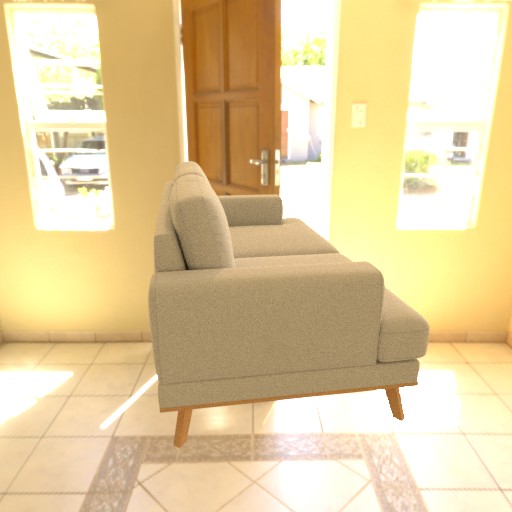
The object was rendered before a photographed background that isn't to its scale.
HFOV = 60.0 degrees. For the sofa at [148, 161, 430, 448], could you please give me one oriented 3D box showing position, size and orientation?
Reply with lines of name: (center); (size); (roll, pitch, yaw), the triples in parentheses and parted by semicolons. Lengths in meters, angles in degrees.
sofa: (0.000, 0.000, 2.141); (0.915, 0.810, 1.651); (-3, 17, -9)
